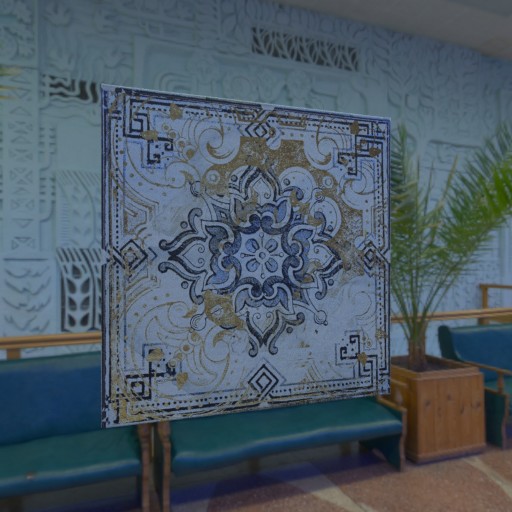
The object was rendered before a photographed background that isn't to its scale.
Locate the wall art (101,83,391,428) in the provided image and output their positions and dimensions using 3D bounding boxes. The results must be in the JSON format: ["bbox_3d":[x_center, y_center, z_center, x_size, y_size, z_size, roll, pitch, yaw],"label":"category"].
[{"bbox_3d":[0.000,0.000,0.459,0.302,0.306,0.038,0,0,-19],"label":"wall art"}]
